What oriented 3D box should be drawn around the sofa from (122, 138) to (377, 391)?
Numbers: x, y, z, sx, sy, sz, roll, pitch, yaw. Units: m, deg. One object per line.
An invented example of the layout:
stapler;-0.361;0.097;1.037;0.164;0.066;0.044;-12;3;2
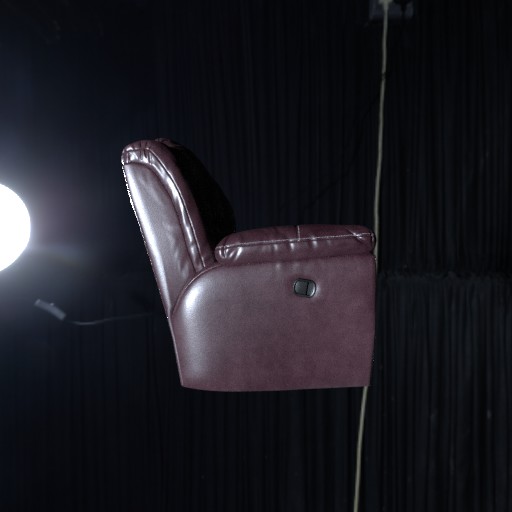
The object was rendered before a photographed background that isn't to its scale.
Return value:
sofa;0.000;0.000;2.597;0.991;1.043;2.058;0;1;1
